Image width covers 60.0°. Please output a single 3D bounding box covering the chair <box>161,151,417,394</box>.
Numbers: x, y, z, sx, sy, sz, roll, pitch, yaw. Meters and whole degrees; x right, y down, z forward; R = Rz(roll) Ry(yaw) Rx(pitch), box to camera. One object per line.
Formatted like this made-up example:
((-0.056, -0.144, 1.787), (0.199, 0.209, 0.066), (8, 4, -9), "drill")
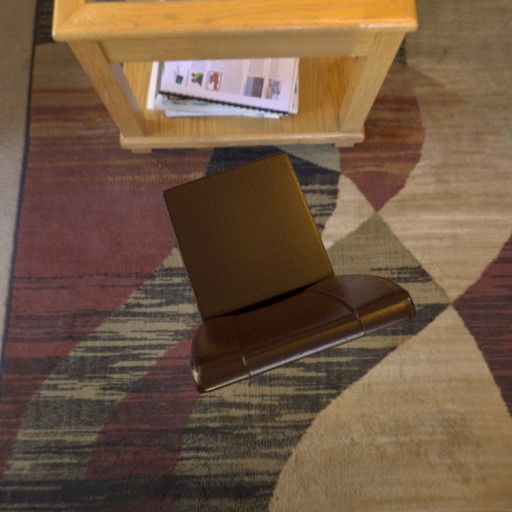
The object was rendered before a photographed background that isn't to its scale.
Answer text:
((0.000, 0.000, 1.201), (0.399, 0.897, 0.556), (-19, 78, -4), "chair")
